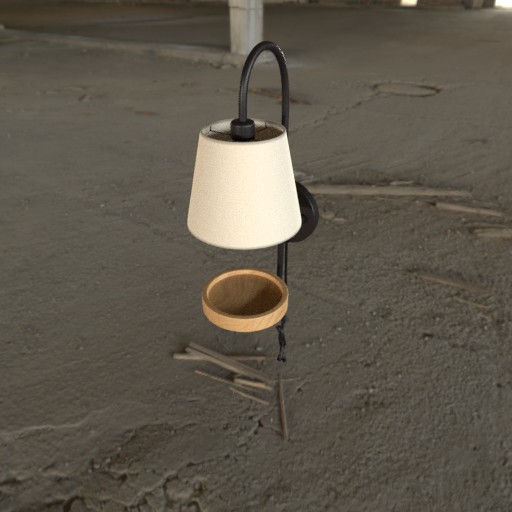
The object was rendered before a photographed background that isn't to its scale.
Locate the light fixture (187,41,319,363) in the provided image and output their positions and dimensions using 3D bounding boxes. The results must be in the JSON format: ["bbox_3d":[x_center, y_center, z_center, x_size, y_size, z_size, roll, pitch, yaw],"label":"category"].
[{"bbox_3d":[0.000,0.000,0.940,0.220,0.821,0.299,20,37,29],"label":"light fixture"}]
